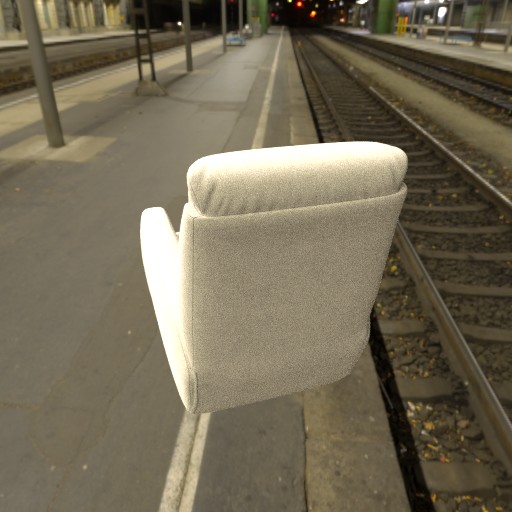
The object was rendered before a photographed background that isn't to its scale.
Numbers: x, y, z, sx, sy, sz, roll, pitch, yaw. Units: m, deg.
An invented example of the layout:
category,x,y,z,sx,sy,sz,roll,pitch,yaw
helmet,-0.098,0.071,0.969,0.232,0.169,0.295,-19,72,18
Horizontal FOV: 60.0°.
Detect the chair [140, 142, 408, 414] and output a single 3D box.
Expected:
category,x,y,z,sx,sy,sz,roll,pitch,yaw
chair,0.000,0.000,1.691,0.812,1.015,0.941,-9,29,-16
